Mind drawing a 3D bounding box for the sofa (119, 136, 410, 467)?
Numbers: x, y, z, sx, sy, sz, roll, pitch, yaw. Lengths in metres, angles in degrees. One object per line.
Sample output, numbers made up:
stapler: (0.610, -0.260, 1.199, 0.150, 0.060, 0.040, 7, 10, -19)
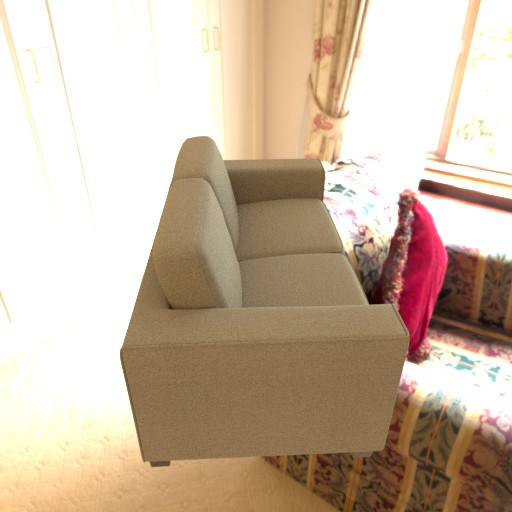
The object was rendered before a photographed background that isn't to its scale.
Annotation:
sofa: (0.000, 0.000, 2.359, 1.007, 0.924, 1.812, -2, 32, -2)
